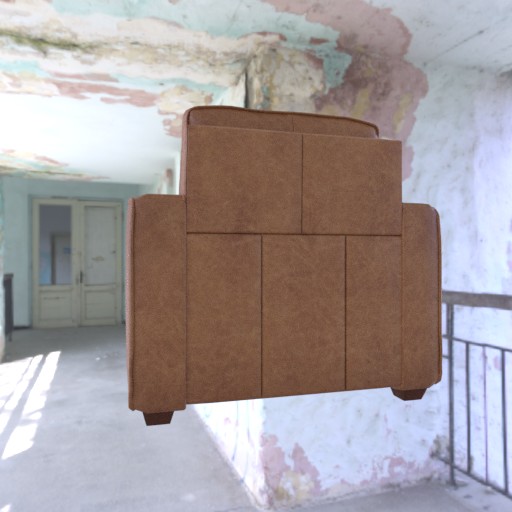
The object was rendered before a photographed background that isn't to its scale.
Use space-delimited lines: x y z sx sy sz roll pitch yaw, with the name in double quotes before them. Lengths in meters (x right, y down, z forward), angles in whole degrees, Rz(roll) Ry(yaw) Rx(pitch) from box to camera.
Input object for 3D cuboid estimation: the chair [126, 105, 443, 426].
"chair" 0.000 0.000 1.713 0.987 0.901 1.027 0 0 -18
